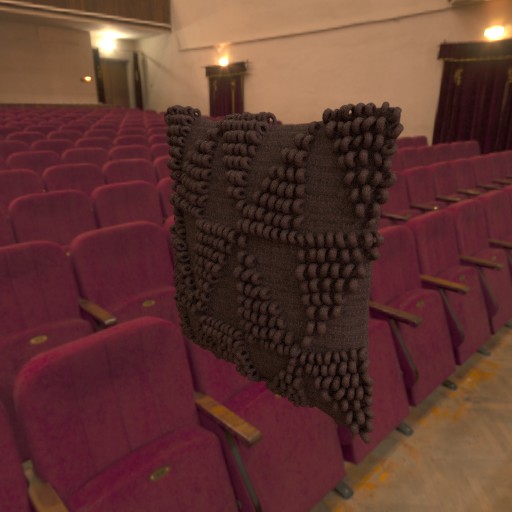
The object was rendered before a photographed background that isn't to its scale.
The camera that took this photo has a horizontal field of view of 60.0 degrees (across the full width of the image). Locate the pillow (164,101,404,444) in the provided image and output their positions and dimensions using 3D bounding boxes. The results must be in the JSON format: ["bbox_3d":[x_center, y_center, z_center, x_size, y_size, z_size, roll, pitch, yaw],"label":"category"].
[{"bbox_3d":[0.000,0.000,0.717,0.172,0.467,0.470,-17,24,-41],"label":"pillow"}]
